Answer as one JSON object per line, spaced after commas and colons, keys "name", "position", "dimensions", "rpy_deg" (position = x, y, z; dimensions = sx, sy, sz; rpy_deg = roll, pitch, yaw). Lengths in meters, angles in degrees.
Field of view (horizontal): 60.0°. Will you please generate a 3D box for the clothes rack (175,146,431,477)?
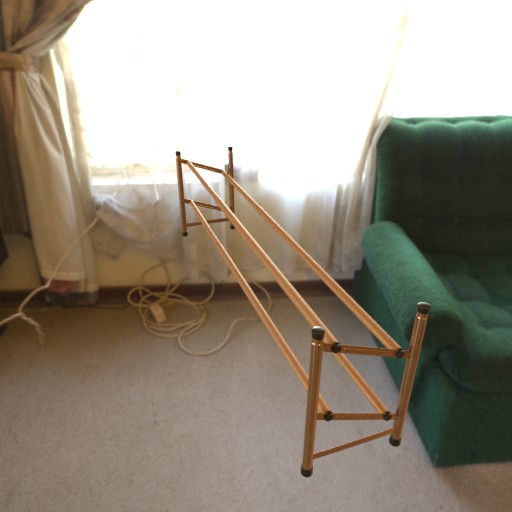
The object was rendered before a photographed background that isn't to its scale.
{"name": "clothes rack", "position": [0.000, 0.000, 1.293], "dimensions": [0.229, 0.349, 1.168], "rpy_deg": [-10, 30, -18]}
